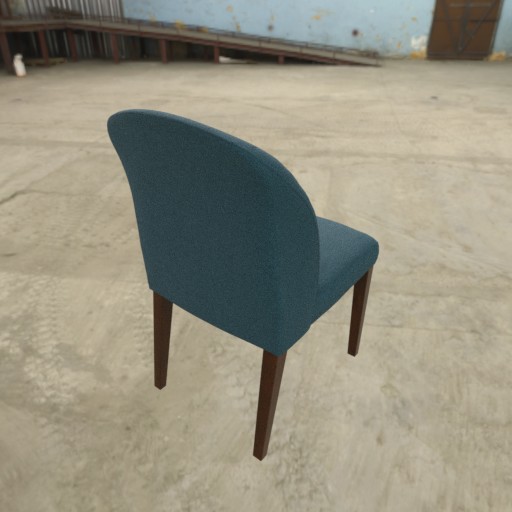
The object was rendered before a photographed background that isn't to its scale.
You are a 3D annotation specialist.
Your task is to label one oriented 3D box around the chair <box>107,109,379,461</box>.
[{"bbox_3d":[0.000,0.000,1.249,0.507,0.879,0.620,21,35,33],"label":"chair"}]
